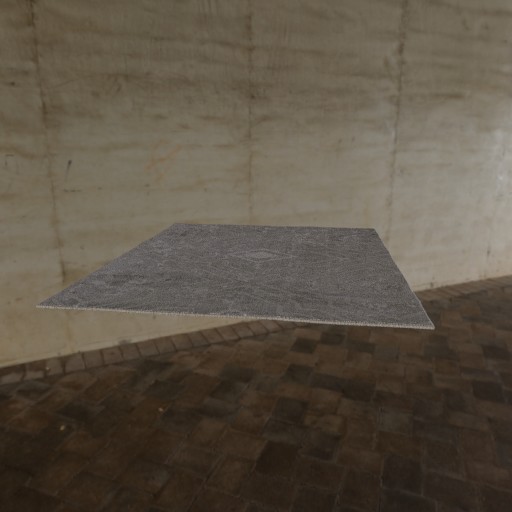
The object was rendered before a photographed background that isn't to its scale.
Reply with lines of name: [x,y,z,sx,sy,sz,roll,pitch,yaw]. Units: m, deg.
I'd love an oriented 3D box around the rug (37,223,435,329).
rug: [0.000,0.000,0.902,0.548,0.006,0.639,2,15,8]
